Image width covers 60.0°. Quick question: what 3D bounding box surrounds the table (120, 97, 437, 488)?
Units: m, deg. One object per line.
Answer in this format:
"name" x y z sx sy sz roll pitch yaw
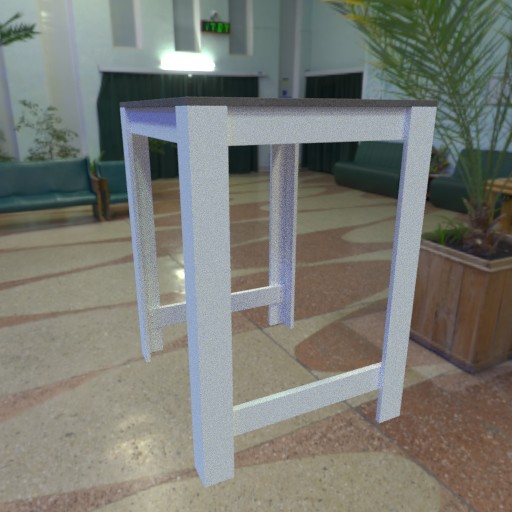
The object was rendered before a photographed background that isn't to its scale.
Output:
"table" 0.000 0.000 1.550 0.700 1.020 0.800 -9 20 -24
